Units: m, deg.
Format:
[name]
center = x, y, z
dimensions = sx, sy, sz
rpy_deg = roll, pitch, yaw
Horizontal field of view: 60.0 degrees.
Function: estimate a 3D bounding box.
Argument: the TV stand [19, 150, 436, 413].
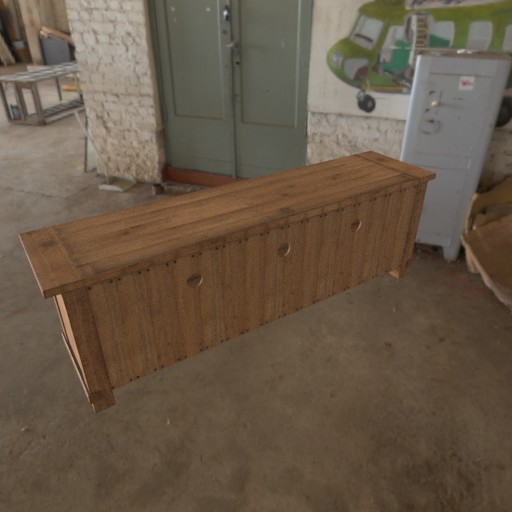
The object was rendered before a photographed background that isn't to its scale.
[TV stand]
center = 0.000, 0.000, 2.041
dimensions = 1.804, 0.573, 0.453
rpy_deg = -19, 36, -28
